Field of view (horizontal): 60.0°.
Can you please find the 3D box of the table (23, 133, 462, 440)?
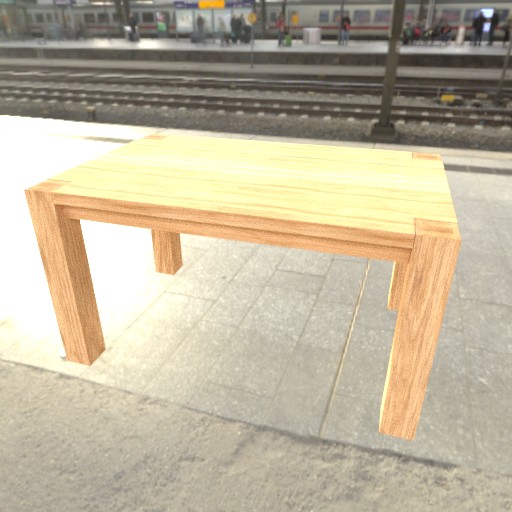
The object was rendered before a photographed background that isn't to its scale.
[{"bbox_3d":[0.000,0.000,1.896,1.400,0.760,0.900,8,29,15],"label":"table"}]
